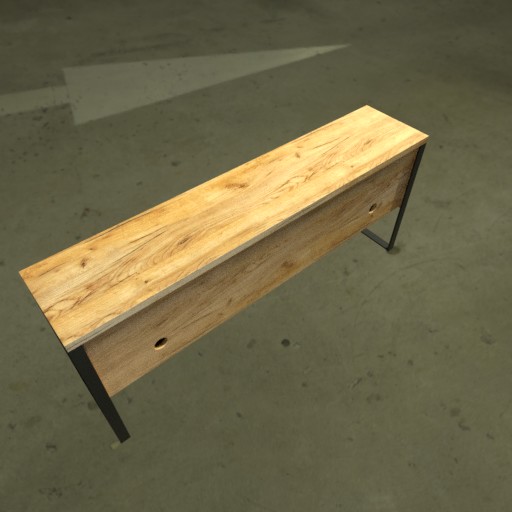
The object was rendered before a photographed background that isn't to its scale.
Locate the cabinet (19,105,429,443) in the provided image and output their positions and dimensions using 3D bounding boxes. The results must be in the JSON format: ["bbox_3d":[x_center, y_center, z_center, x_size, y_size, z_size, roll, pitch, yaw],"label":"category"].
[{"bbox_3d":[0.000,0.000,2.086,1.800,0.762,0.395,-31,54,-26],"label":"cabinet"}]
